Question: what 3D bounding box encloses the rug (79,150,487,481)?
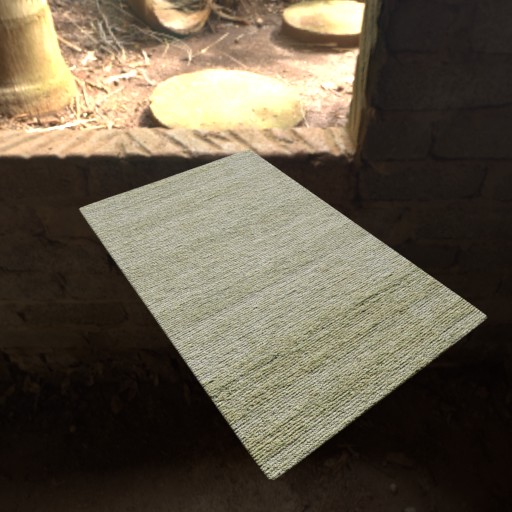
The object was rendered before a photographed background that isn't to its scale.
[{"bbox_3d":[0.000,0.000,2.139,1.143,0.010,1.758,-26,48,-26],"label":"rug"}]
